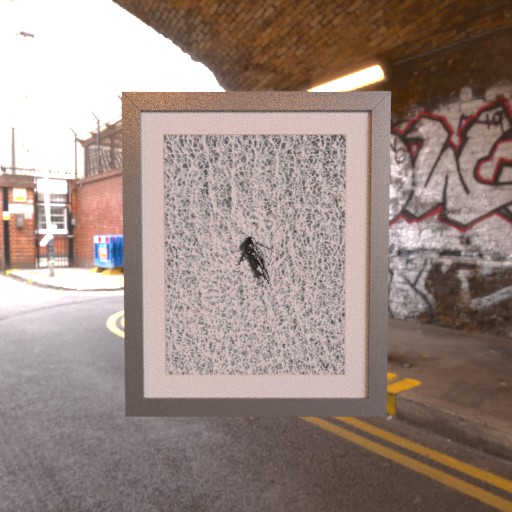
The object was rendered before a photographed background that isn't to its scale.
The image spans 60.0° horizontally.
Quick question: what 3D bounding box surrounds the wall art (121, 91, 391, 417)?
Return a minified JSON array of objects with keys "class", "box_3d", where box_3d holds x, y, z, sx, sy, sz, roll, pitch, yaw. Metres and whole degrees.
[{"class":"wall art","box_3d":[0.000,0.000,0.530,0.308,0.379,0.030,0,2,0]}]
